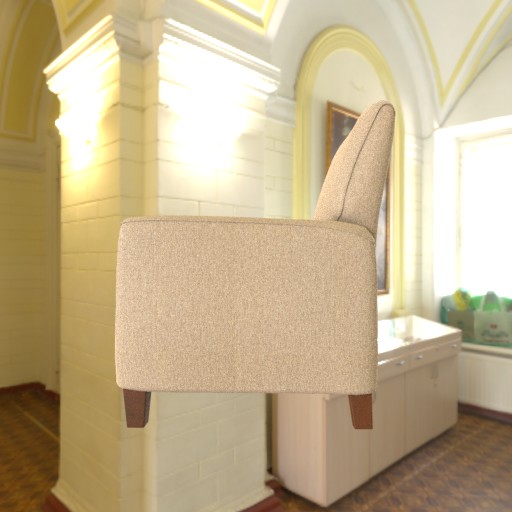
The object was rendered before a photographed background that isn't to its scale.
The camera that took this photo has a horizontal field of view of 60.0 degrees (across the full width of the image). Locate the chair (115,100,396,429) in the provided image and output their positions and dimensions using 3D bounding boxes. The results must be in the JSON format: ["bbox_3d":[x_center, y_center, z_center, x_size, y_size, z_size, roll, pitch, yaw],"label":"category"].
[{"bbox_3d":[0.000,0.000,1.668,0.864,1.014,0.848,0,0,1],"label":"chair"}]
